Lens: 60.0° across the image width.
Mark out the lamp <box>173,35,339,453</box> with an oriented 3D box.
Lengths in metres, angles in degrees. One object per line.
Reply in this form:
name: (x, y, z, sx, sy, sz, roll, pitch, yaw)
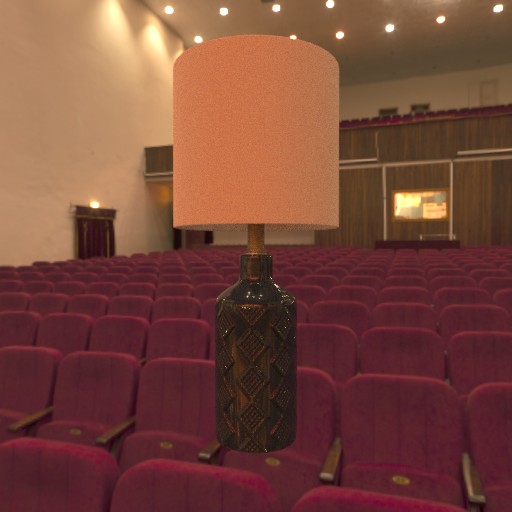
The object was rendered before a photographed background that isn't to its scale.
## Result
lamp: (0.000, 0.000, 0.564, 0.207, 0.461, 0.207, 0, 1, 19)
